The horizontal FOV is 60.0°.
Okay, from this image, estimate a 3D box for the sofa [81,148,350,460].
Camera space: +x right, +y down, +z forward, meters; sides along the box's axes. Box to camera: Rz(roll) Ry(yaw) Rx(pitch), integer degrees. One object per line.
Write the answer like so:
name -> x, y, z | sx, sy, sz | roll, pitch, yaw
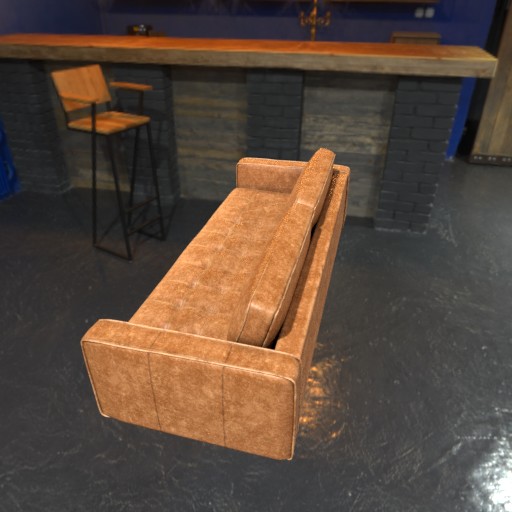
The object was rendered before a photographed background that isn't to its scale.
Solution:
sofa -> 0.000, 0.000, 2.607 | 0.886, 0.779, 2.199 | 8, 33, 13
